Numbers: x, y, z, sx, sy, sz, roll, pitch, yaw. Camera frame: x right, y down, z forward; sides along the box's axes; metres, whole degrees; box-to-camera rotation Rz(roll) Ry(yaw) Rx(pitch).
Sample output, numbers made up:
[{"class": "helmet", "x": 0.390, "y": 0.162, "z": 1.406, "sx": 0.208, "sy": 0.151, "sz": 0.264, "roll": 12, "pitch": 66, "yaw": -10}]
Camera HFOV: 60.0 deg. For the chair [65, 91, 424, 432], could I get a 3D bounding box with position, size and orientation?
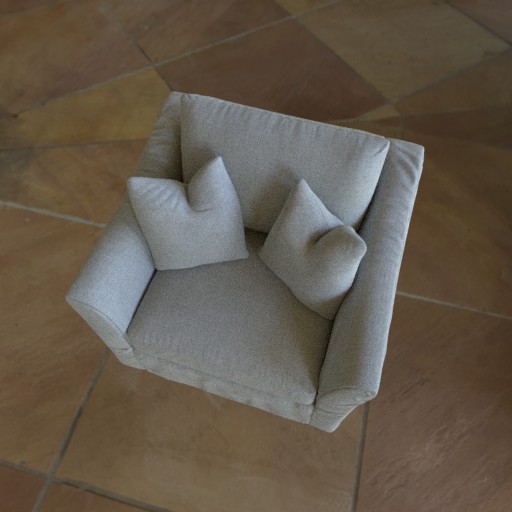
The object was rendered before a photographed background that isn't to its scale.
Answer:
[{"class": "chair", "x": 0.000, "y": 0.000, "z": 2.000, "sx": 1.194, "sy": 1.059, "sz": 1.071, "roll": 15, "pitch": 59, "yaw": 9}]
